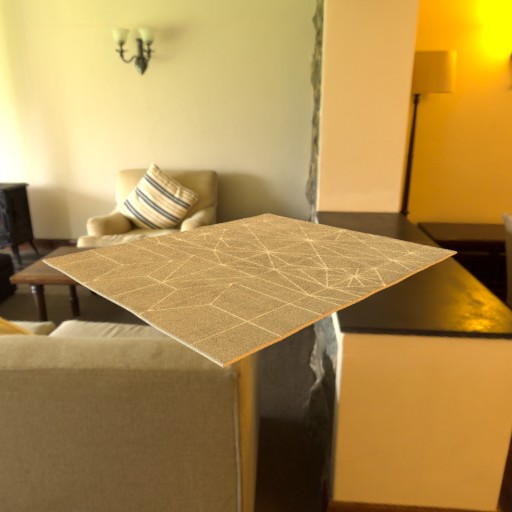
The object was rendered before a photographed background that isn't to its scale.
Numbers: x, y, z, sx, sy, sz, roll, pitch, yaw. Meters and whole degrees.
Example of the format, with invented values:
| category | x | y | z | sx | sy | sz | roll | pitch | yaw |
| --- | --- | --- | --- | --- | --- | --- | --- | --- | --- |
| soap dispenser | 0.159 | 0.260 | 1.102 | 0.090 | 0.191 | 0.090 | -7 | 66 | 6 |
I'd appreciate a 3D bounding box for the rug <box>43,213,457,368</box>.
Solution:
| category | x | y | z | sx | sy | sz | roll | pitch | yaw |
| --- | --- | --- | --- | --- | --- | --- | --- | --- | --- |
| rug | 0.000 | 0.000 | 0.895 | 0.639 | 0.006 | 0.548 | -16 | 23 | -42 |
